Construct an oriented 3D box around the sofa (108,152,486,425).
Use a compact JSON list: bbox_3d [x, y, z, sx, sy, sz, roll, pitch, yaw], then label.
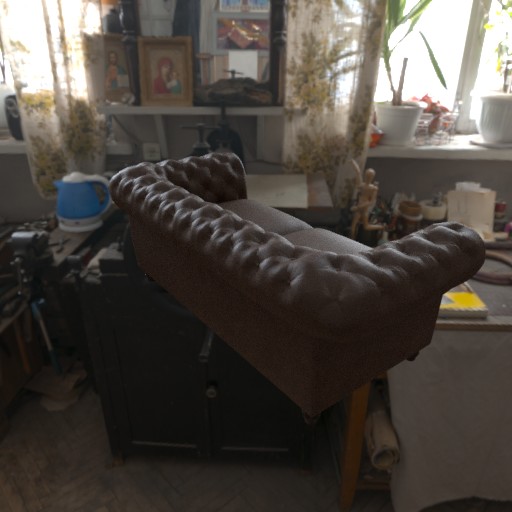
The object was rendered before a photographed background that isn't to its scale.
[{"bbox_3d":[0.000,0.000,2.458,0.955,0.784,2.048,-18,31,-33],"label":"sofa"}]
